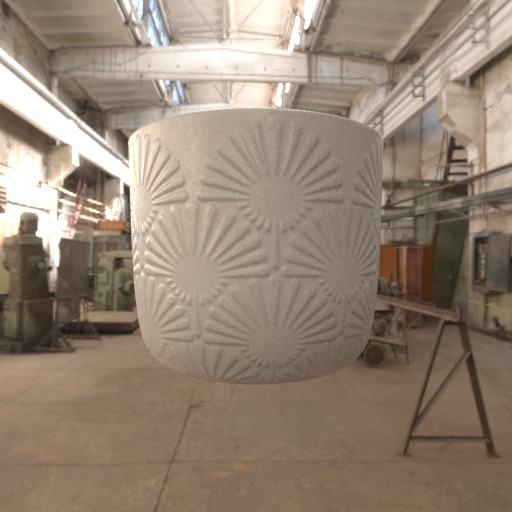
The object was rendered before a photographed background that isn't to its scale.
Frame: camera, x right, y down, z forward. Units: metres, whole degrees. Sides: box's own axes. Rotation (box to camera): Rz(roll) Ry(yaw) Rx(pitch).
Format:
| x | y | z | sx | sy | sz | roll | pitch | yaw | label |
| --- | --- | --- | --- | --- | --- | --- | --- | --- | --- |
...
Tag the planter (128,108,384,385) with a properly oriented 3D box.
| x | y | z | sx | sy | sz | roll | pitch | yaw | label |
| --- | --- | --- | --- | --- | --- | --- | --- | --- | --- |
| 0.000 | 0.000 | 0.224 | 0.124 | 0.109 | 0.124 | 0 | 0 | 0 | planter |
